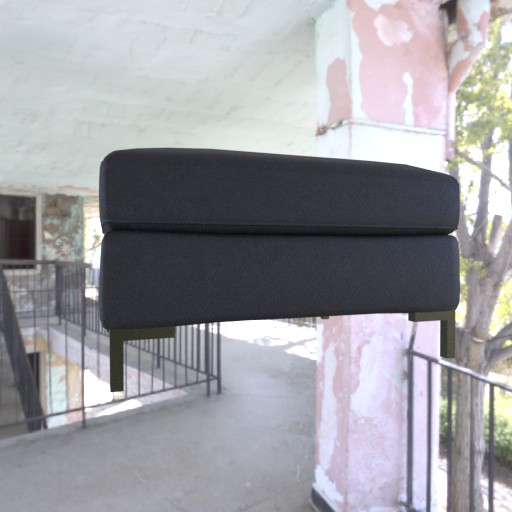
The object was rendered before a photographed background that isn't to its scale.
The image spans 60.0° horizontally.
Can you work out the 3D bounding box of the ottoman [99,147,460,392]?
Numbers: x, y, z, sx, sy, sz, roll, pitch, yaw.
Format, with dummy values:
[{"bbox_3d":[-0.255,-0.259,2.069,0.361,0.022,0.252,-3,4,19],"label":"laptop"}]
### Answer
[{"bbox_3d":[0.000,0.000,1.782,1.187,0.696,0.967,0,1,-19],"label":"ottoman"}]
